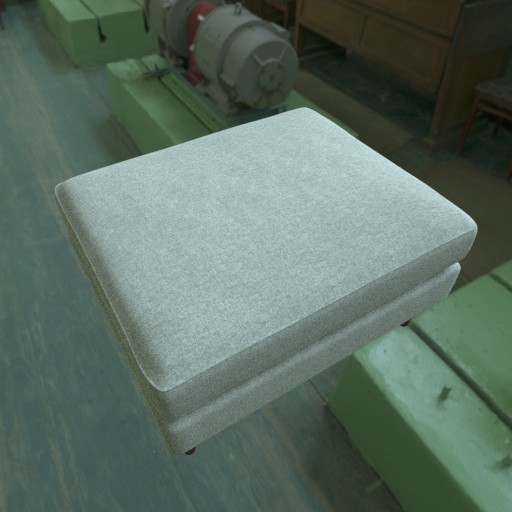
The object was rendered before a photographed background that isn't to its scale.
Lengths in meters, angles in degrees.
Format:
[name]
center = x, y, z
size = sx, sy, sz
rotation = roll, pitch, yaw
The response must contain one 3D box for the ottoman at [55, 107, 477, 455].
[ottoman]
center = 0.000, 0.000, 1.198
size = 0.821, 0.474, 0.693
rotation = -24, 50, -22
